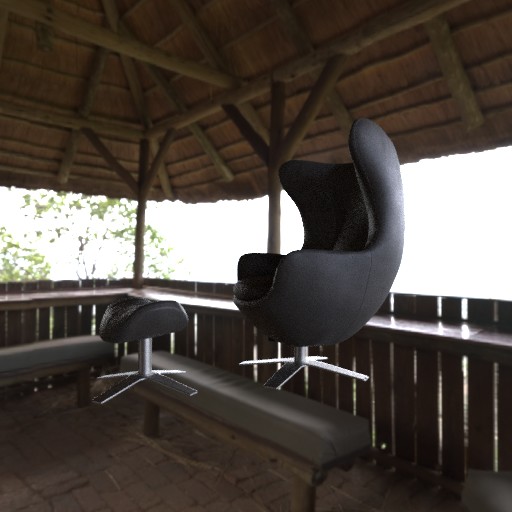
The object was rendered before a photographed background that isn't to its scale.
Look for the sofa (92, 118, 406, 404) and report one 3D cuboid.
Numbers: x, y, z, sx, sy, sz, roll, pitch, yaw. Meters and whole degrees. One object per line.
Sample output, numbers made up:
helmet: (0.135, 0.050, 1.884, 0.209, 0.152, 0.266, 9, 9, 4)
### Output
sofa: (0.000, 0.000, 2.114, 1.444, 1.135, 0.894, 0, -1, -17)
